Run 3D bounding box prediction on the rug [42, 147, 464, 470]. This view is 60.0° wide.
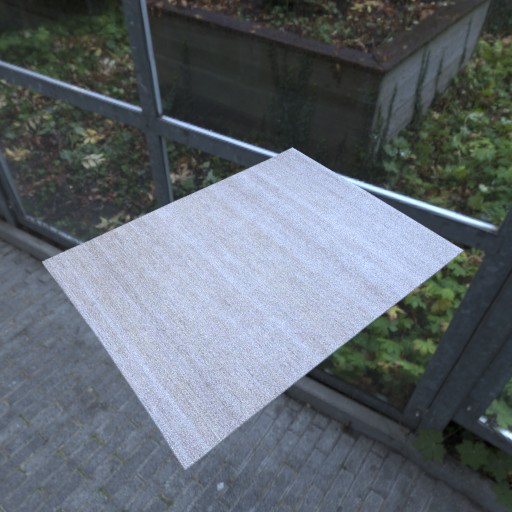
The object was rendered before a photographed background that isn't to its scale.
[{"bbox_3d":[0.000,0.000,4.261,3.245,0.046,2.467,-30,52,-27],"label":"rug"}]
